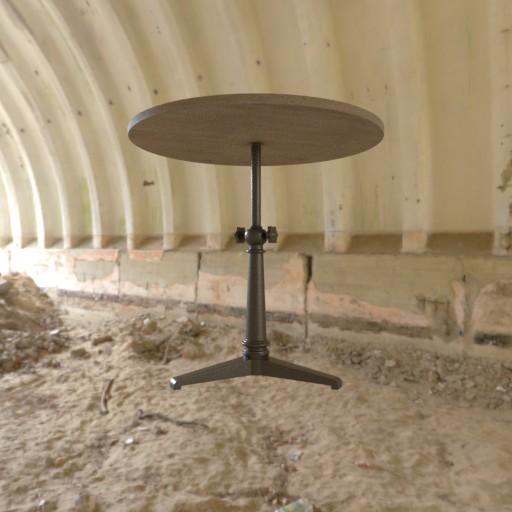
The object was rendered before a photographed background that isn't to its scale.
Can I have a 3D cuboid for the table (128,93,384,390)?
[{"bbox_3d":[0.000,0.000,1.447,0.800,0.780,0.800,0,1,0],"label":"table"}]
